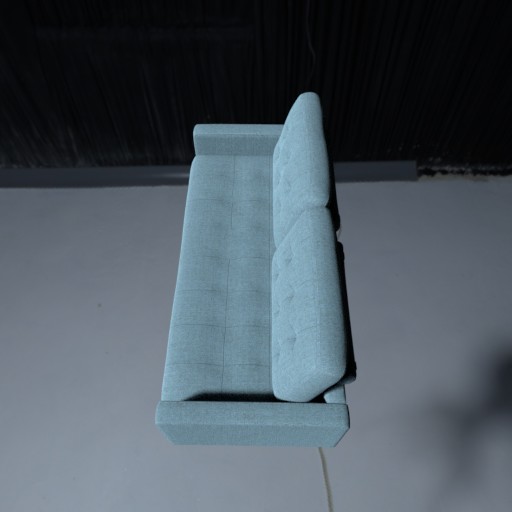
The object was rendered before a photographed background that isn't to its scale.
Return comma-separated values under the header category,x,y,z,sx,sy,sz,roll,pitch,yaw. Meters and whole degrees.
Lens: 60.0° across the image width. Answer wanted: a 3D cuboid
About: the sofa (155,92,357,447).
category,x,y,z,sx,sy,sz,roll,pitch,yaw
sofa,0.000,0.000,2.658,0.966,1.050,2.010,1,57,0
